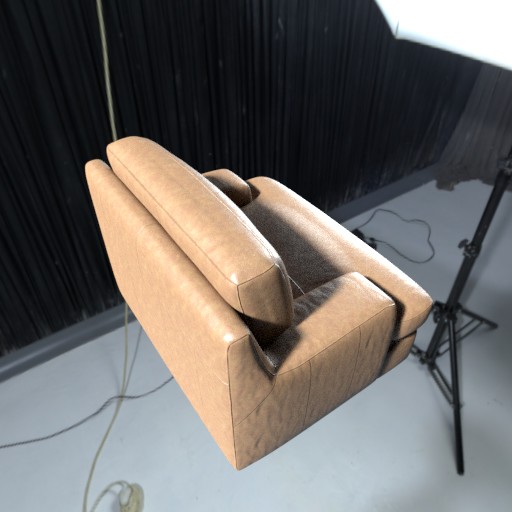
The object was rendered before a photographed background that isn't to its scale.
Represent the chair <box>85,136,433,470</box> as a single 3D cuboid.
[{"bbox_3d":[0.000,0.000,1.998,1.050,0.978,1.276,-24,47,-25],"label":"chair"}]
